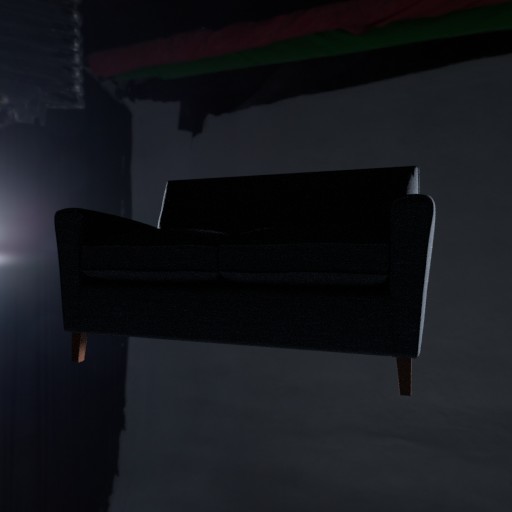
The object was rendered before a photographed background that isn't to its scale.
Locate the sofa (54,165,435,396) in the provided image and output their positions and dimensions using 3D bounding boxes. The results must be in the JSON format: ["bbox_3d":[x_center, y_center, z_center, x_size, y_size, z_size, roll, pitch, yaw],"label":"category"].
[{"bbox_3d":[0.000,0.000,1.939,1.420,0.846,0.875,0,1,19],"label":"sofa"}]
